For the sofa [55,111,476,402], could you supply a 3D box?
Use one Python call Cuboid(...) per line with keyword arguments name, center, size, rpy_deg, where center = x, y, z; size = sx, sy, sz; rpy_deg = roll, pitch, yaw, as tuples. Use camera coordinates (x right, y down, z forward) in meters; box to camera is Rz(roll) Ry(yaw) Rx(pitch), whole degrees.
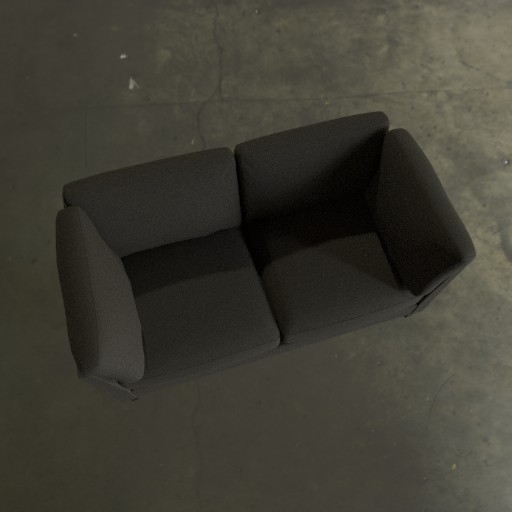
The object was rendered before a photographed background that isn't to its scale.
Cuboid(name="sofa", center=(0.000, 0.000, 2.281), size=(1.751, 0.920, 0.969), rpy_deg=(-15, 63, -8))
